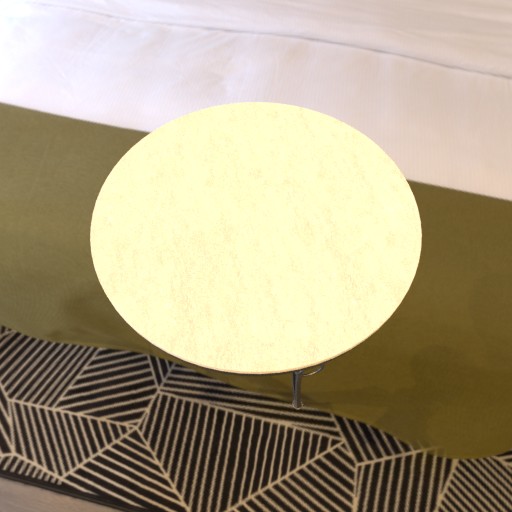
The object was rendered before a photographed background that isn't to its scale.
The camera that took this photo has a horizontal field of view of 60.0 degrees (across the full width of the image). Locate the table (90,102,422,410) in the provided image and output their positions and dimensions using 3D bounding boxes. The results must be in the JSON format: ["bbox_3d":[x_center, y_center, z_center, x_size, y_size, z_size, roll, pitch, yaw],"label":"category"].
[{"bbox_3d":[0.000,0.000,1.411,0.889,0.470,0.889,0,58,0],"label":"table"}]
